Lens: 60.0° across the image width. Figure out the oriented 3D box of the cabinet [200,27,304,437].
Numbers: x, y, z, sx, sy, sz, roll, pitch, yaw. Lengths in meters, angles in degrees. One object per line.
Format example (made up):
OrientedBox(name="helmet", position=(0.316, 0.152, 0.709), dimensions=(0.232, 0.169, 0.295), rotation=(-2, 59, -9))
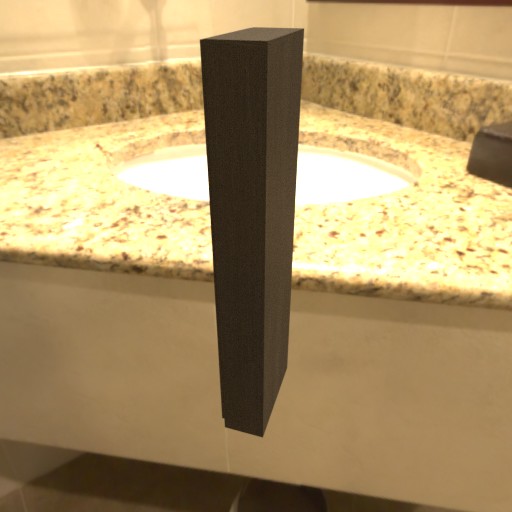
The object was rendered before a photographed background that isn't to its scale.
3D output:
OrientedBox(name="cabinet", position=(0.000, 0.000, 1.986), dimensions=(0.230, 1.790, 0.500), rotation=(9, 32, 15))
